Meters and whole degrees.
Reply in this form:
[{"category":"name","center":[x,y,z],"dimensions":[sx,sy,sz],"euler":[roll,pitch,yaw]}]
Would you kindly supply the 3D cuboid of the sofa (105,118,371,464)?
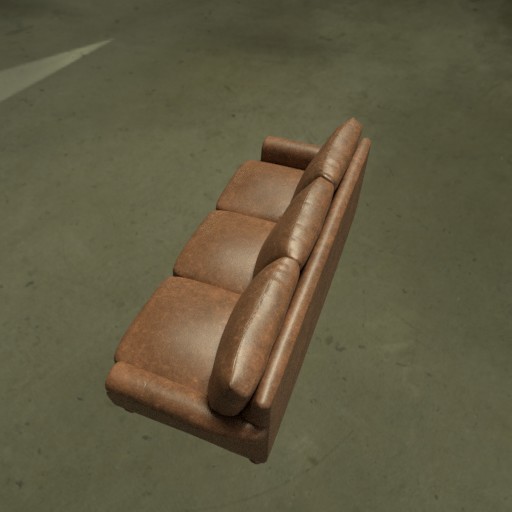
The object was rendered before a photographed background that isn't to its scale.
[{"category":"sofa","center":[0.000,0.000,2.887],"dimensions":[0.973,0.977,2.351],"euler":[16,50,14]}]
